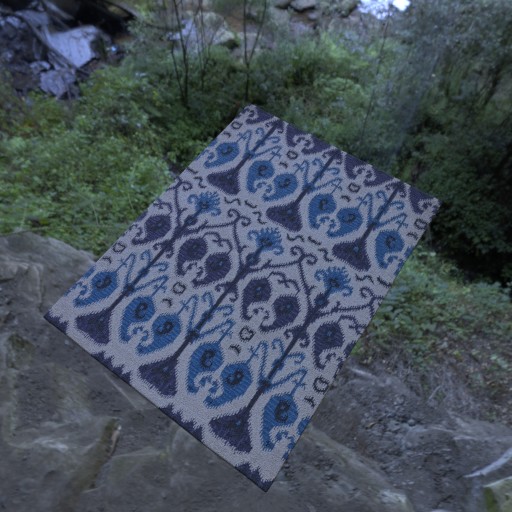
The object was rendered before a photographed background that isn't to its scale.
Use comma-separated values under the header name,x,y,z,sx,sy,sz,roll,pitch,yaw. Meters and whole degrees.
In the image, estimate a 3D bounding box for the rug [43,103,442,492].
name,x,y,z,sx,sy,sz,roll,pitch,yaw
rug,0.000,0.000,4.270,2.443,0.024,3.228,32,67,15
